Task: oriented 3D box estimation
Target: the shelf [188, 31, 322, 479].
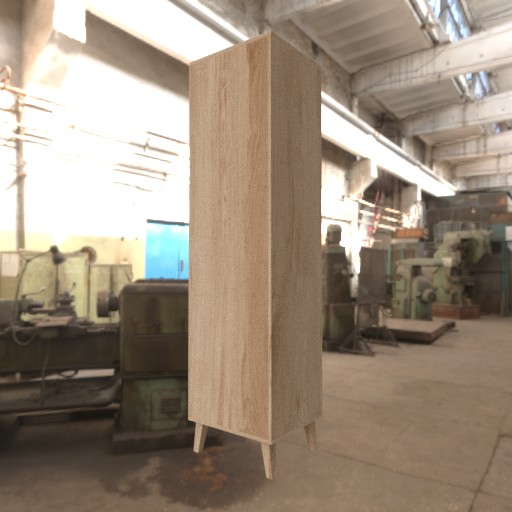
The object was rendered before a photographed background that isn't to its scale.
[{"bbox_3d":[0.000,0.000,2.254,0.510,1.960,0.450,-1,-1,37],"label":"shelf"}]
